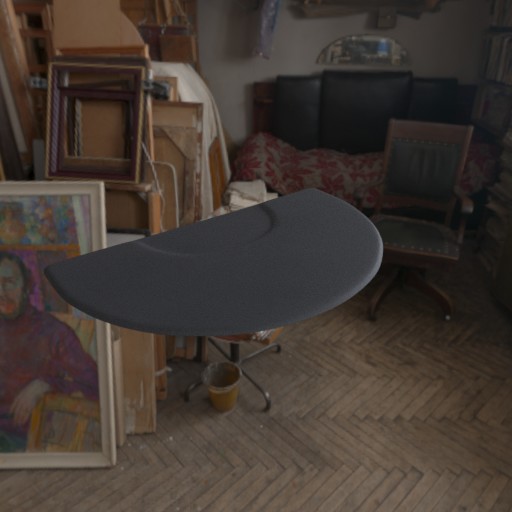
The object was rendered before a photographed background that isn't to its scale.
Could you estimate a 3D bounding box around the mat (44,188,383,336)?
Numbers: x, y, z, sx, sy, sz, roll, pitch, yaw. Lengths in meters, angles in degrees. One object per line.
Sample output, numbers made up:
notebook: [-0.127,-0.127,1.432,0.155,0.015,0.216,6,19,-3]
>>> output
mat: [0.000,0.000,1.896,1.525,0.022,0.917,-20,35,-32]
